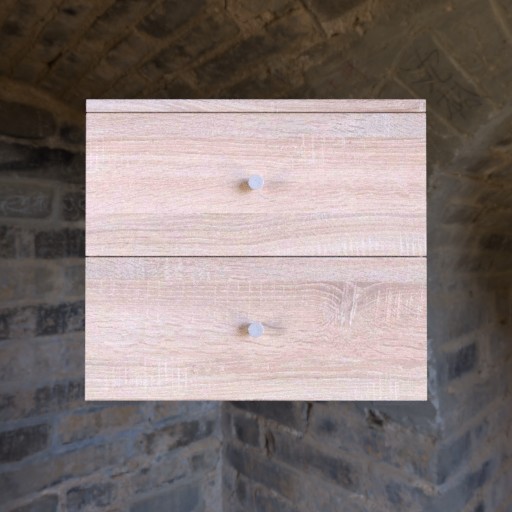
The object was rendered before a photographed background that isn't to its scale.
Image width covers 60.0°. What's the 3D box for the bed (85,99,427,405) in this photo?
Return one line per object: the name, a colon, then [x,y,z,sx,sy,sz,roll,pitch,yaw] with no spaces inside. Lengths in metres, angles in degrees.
bed: [0.000,0.000,0.779,0.460,0.420,0.401,0,-1,0]
